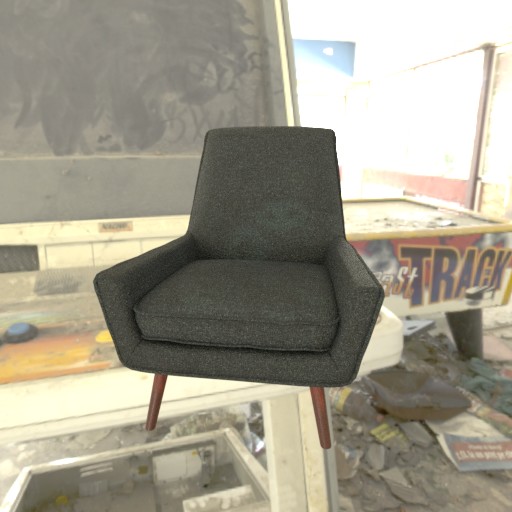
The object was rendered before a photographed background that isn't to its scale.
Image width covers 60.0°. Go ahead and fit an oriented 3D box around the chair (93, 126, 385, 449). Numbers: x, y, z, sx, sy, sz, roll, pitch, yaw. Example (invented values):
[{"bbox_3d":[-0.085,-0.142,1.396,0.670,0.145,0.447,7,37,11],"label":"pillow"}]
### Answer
[{"bbox_3d":[0.000,0.000,1.522,0.763,0.883,0.859,2,14,9],"label":"chair"}]
